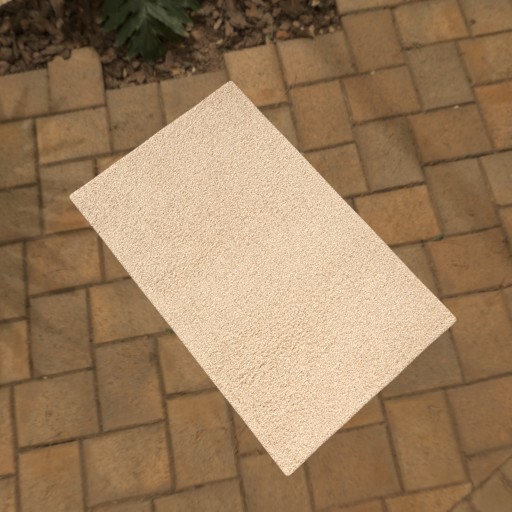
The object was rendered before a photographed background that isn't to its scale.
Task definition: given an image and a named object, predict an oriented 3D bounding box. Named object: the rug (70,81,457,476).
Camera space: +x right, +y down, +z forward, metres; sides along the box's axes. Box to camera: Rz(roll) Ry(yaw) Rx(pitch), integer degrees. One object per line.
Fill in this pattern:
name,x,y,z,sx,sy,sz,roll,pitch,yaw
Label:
rug,0.000,0.000,3.117,1.524,0.030,2.438,-39,79,-9
